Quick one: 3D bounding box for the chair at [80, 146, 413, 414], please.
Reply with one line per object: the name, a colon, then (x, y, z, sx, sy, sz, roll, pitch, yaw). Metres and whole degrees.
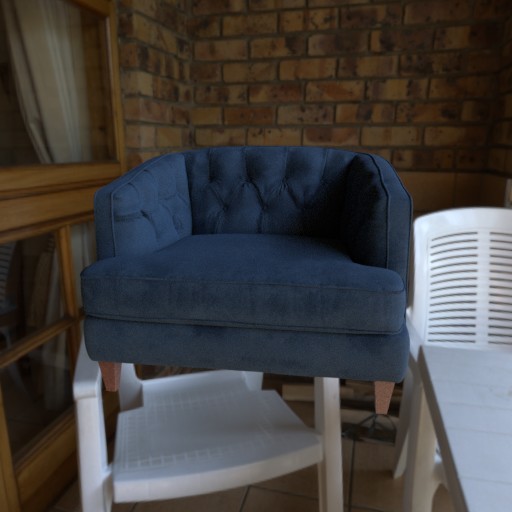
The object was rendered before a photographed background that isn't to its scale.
chair: (0.000, 0.000, 1.776, 1.094, 0.852, 0.940, 2, 14, 8)
